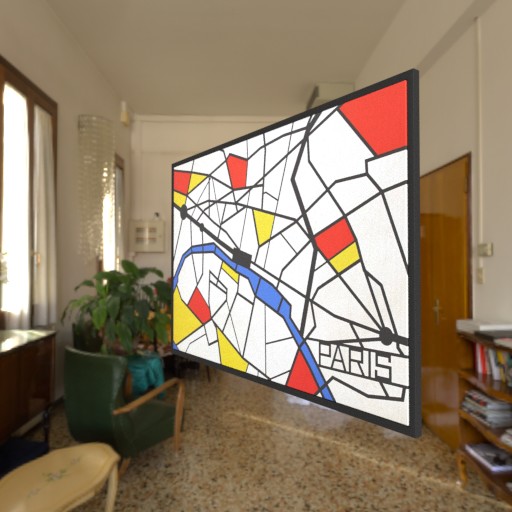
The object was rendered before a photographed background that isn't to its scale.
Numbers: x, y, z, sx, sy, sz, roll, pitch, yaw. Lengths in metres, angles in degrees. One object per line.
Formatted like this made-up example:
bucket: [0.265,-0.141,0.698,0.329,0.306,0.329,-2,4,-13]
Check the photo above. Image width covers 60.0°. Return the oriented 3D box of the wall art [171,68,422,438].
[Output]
wall art: [0.000,0.000,0.816,0.013,0.458,0.664,1,-1,-37]
